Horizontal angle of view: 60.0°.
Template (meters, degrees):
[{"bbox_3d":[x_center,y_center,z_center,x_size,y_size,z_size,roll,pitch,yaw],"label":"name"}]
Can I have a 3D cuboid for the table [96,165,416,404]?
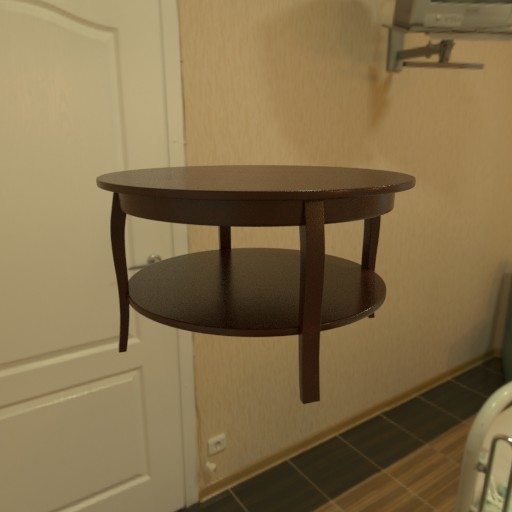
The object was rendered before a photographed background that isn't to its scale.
[{"bbox_3d":[0.000,0.000,1.401,0.911,0.512,0.911,0,15,0],"label":"table"}]
